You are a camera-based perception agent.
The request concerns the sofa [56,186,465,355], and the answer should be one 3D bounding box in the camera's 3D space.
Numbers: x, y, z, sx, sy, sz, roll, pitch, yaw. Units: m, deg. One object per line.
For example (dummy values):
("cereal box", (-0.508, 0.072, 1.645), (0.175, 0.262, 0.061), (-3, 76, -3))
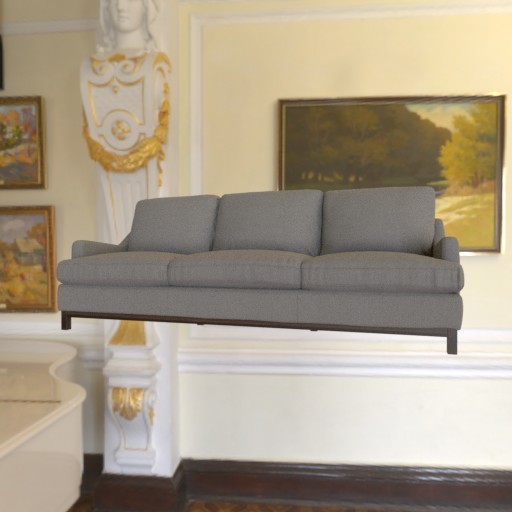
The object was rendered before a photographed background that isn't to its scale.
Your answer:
("sofa", (0.000, 0.000, 2.865), (2.344, 0.926, 0.987), (0, 0, 17))
